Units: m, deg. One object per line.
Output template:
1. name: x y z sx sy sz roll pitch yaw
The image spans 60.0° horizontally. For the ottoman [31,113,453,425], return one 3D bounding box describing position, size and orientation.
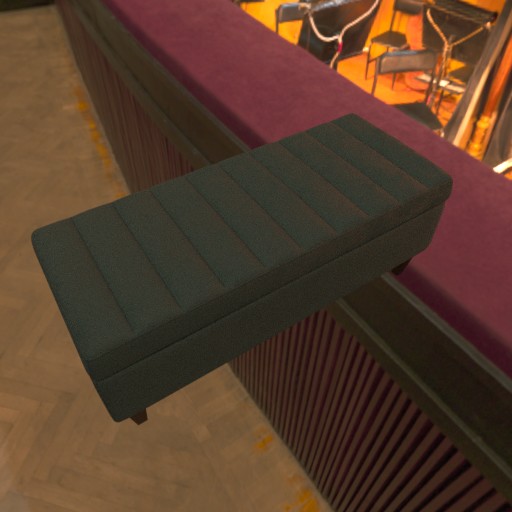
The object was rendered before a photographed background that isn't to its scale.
1. ottoman: 0.000 0.000 1.403 1.151 0.469 0.482 -25 52 -22
